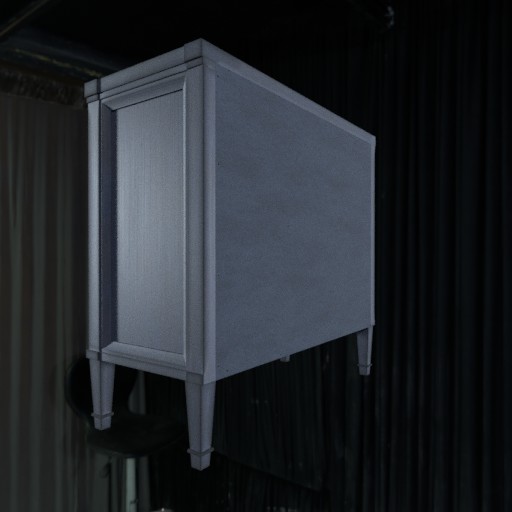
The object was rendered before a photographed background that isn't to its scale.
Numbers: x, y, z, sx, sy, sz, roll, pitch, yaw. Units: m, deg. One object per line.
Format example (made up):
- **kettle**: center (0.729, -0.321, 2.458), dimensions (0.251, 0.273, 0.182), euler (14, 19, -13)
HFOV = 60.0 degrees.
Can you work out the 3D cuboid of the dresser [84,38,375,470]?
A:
- **dresser**: center (0.000, 0.000, 1.557), dimensions (0.463, 0.986, 1.049), euler (0, 0, 36)
